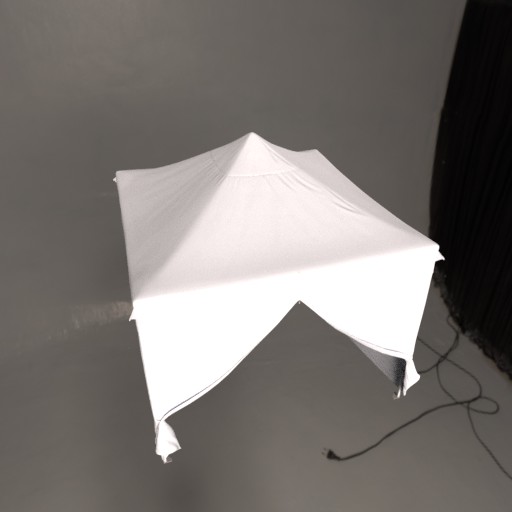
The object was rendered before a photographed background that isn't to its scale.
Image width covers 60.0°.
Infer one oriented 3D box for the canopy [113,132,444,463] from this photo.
[{"bbox_3d":[0.000,0.000,5.394,3.043,2.997,3.121,-10,34,-15],"label":"canopy"}]
